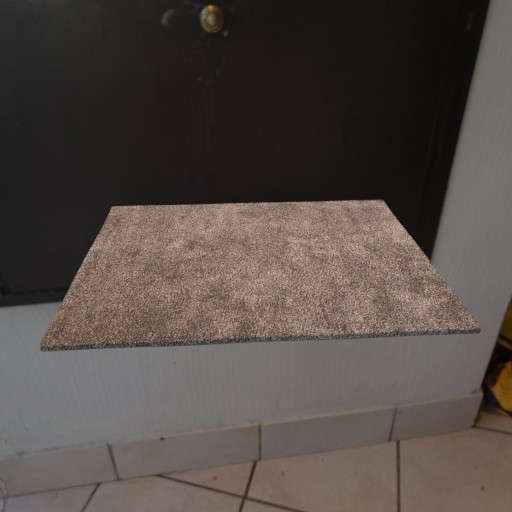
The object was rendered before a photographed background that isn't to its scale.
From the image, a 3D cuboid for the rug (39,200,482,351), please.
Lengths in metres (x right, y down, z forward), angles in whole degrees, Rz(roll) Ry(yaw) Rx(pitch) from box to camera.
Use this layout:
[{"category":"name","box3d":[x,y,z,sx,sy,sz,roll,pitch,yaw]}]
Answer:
[{"category":"rug","box3d":[0.000,0.000,2.110,1.601,0.025,1.198,-2,31,-3]}]
